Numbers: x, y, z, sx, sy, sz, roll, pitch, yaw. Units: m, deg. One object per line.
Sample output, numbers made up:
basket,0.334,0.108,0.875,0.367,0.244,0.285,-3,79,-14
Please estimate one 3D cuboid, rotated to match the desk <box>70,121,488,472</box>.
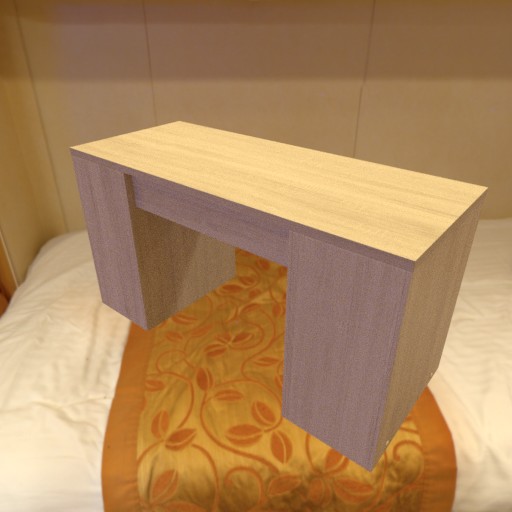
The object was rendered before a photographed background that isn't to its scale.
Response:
desk,0.000,0.000,1.732,1.390,0.740,0.600,22,36,33
